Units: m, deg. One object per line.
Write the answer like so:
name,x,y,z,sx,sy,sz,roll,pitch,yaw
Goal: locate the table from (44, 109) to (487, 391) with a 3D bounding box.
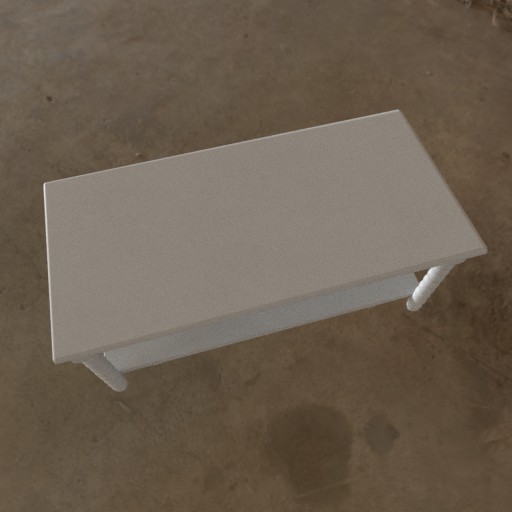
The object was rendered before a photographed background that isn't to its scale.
table,0.000,0.000,1.483,1.171,0.487,0.580,-14,61,-8
